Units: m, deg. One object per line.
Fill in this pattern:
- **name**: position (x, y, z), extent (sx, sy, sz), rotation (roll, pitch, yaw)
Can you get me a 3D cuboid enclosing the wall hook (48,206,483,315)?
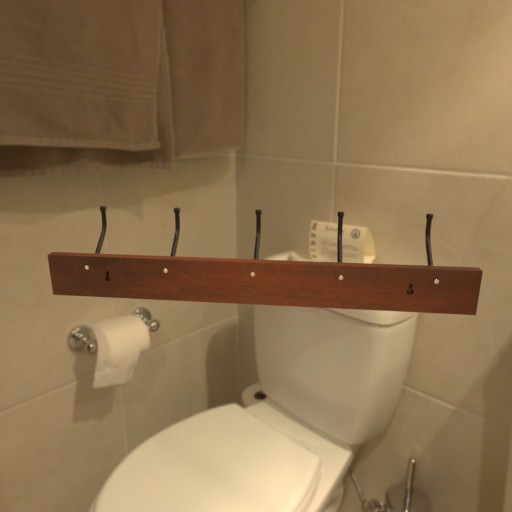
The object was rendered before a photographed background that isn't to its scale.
- **wall hook**: position (0.000, 0.000, 0.612), extent (0.571, 0.117, 0.071), rotation (2, 17, 7)
